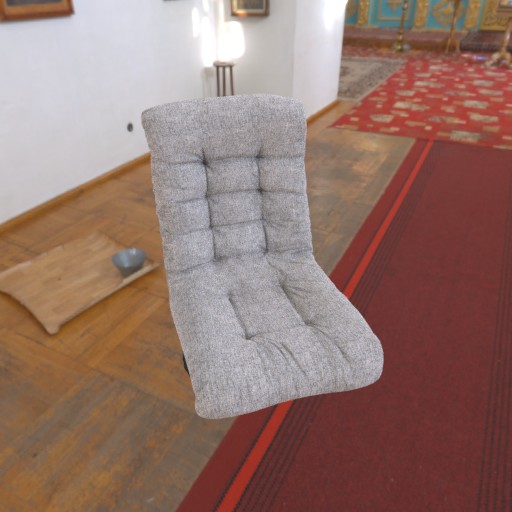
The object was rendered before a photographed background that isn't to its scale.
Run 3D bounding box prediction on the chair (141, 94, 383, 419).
[{"bbox_3d":[0.000,0.000,1.008,0.400,0.600,0.583,-10,33,-15],"label":"chair"}]
